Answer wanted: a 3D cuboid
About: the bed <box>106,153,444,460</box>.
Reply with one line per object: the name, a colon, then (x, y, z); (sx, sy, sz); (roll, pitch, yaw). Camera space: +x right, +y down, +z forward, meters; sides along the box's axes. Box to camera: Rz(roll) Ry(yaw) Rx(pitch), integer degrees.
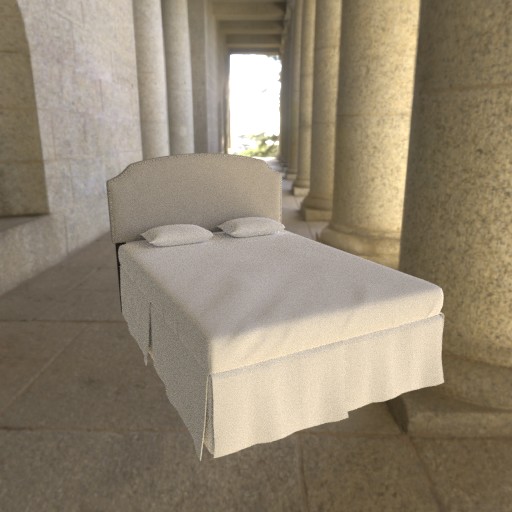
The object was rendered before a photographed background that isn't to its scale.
bed: (0.000, 0.000, 2.968); (1.558, 1.270, 1.999); (-8, 17, -27)
